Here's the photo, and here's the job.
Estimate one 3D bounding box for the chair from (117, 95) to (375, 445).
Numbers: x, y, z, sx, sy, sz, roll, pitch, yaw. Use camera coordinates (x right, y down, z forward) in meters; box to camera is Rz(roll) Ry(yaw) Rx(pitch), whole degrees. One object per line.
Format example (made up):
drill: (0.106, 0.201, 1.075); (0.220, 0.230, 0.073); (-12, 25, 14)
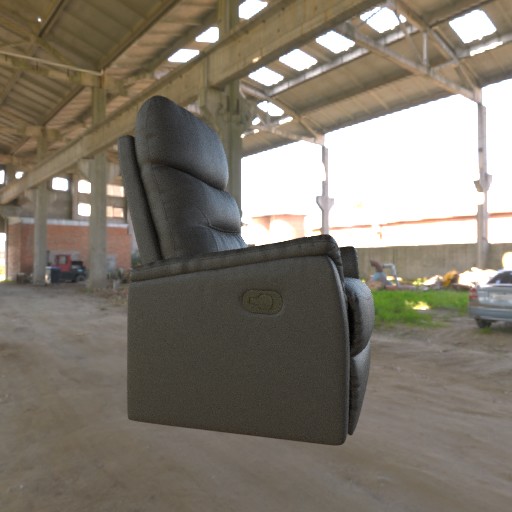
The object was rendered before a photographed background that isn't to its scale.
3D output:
chair: (0.000, 0.000, 1.630); (0.831, 1.082, 0.775); (0, -1, 17)
